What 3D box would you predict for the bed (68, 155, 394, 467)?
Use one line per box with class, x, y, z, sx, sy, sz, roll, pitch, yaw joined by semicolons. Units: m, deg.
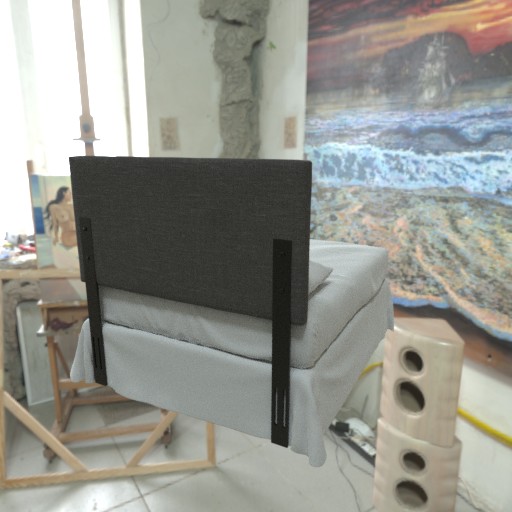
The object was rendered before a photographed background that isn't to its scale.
bed;0.000;0.000;3.496;1.936;1.577;2.222;7;16;27
